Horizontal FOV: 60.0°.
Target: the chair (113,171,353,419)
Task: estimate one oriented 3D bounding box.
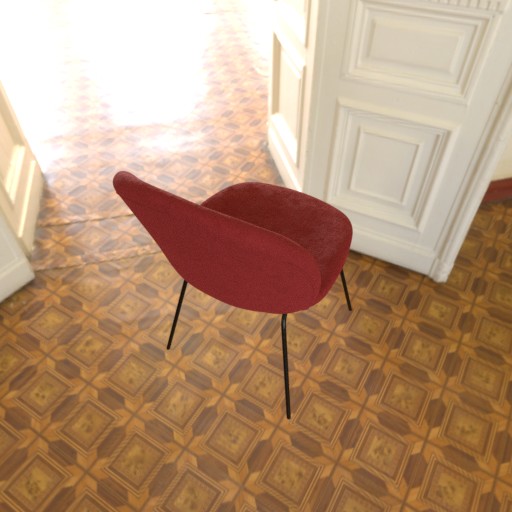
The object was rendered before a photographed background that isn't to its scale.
[{"bbox_3d":[0.000,0.000,1.178,0.458,0.791,0.587,24,51,21],"label":"chair"}]
